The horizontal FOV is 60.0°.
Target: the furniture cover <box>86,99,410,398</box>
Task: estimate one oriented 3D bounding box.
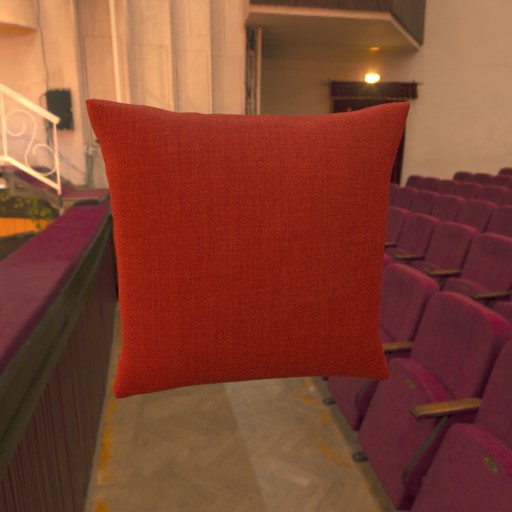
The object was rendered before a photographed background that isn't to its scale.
[{"bbox_3d":[0.000,0.000,0.760,0.517,0.508,0.158,-2,14,-8],"label":"furniture cover"}]
